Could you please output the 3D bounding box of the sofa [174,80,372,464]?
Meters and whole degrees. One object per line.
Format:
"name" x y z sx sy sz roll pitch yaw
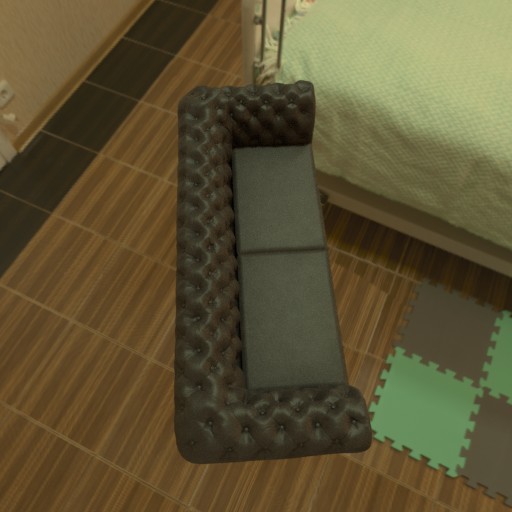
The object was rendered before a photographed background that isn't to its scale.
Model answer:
"sofa" 0.000 0.000 2.834 0.944 0.783 2.385 -3 64 -2
